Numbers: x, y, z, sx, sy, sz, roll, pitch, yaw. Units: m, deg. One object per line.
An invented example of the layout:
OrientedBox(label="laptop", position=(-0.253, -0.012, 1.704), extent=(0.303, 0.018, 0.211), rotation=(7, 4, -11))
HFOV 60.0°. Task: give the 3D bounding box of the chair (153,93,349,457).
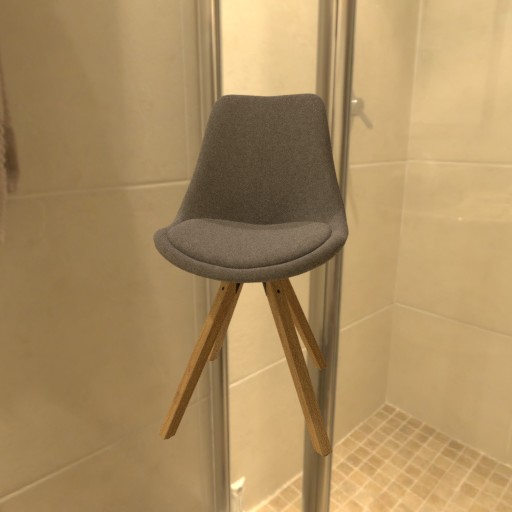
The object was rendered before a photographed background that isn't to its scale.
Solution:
OrientedBox(label="chair", position=(0.000, 0.000, 1.197), extent=(0.483, 0.865, 0.550), rotation=(2, 16, 9))
